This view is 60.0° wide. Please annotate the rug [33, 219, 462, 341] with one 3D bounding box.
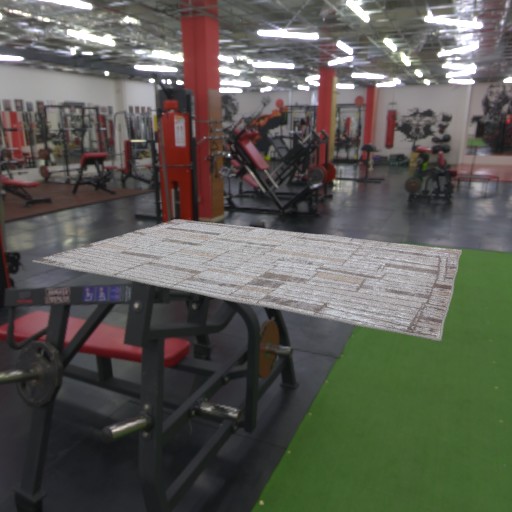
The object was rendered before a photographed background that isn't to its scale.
[{"bbox_3d":[0.000,0.000,2.957,2.444,0.023,1.531,8,18,26],"label":"rug"}]
